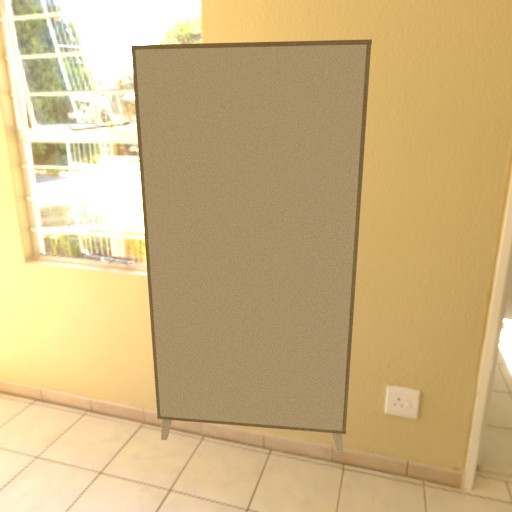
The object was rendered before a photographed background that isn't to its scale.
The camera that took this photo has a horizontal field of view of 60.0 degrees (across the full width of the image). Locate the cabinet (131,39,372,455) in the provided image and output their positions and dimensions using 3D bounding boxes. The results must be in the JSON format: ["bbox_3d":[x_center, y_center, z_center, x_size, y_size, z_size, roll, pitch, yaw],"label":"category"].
[{"bbox_3d":[0.000,0.000,2.380,1.006,1.999,0.571,2,16,7],"label":"cabinet"}]
